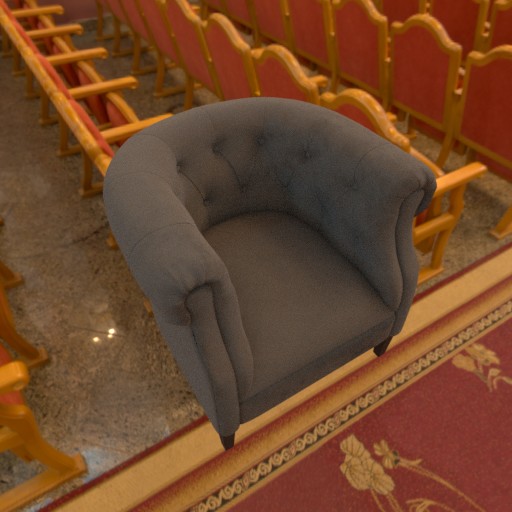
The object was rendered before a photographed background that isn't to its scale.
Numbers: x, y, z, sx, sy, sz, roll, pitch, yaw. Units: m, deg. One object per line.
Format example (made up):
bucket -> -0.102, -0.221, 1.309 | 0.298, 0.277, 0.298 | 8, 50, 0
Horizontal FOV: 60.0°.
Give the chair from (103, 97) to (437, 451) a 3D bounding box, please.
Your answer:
chair -> 0.000, 0.000, 1.570 | 0.904, 0.826, 0.851 | -24, 50, -22
